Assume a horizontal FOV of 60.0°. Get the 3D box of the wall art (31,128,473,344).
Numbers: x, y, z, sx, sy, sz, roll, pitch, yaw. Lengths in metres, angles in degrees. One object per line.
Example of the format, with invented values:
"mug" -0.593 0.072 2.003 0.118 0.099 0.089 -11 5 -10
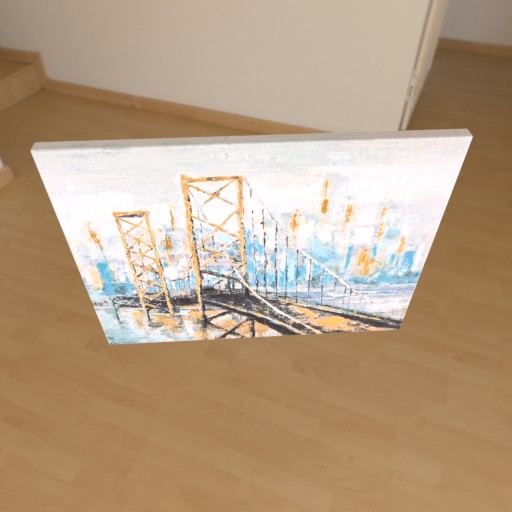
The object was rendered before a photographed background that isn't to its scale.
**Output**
"wall art" 0.000 0.000 1.293 1.016 0.762 0.038 -3 45 -3
